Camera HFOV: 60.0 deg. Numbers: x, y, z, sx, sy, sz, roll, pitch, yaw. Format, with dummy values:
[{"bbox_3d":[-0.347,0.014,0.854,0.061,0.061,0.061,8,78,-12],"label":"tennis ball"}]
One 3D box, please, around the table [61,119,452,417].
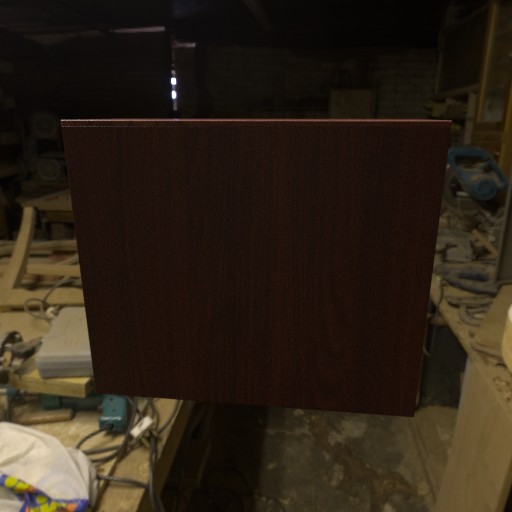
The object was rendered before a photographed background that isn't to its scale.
[{"bbox_3d":[0.000,0.000,1.343,0.930,0.790,0.380,2,18,7],"label":"table"}]
